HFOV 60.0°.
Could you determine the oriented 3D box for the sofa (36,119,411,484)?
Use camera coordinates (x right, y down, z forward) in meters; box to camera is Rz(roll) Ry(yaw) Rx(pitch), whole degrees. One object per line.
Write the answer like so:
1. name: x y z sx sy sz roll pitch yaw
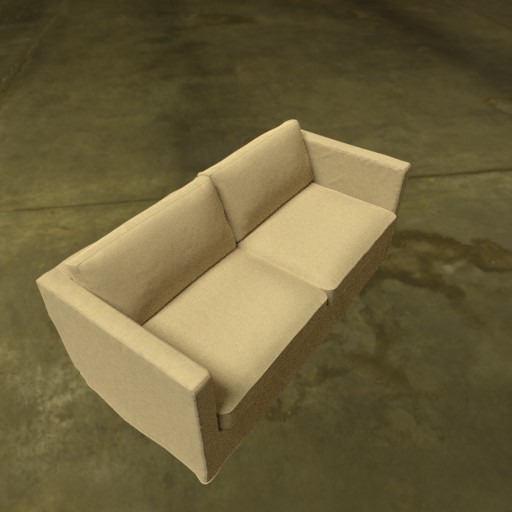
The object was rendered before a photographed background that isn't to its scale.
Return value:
1. sofa: 0.000 0.000 2.452 0.962 0.835 1.959 26 47 27
